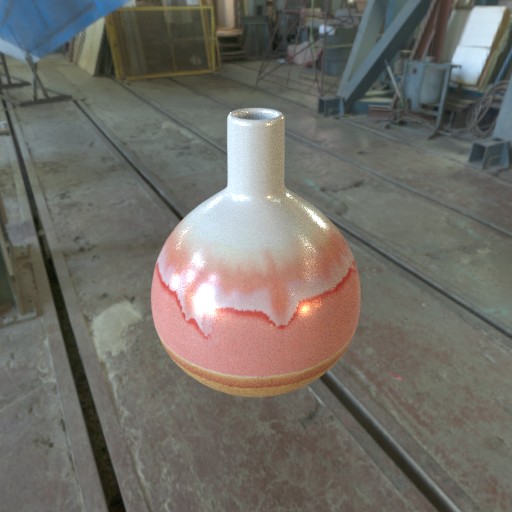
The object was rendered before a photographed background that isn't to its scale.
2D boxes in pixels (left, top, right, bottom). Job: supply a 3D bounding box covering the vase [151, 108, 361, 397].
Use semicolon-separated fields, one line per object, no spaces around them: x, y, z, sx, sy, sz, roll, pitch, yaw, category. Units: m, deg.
0.000;0.000;0.281;0.137;0.176;0.137;0;31;0;vase
